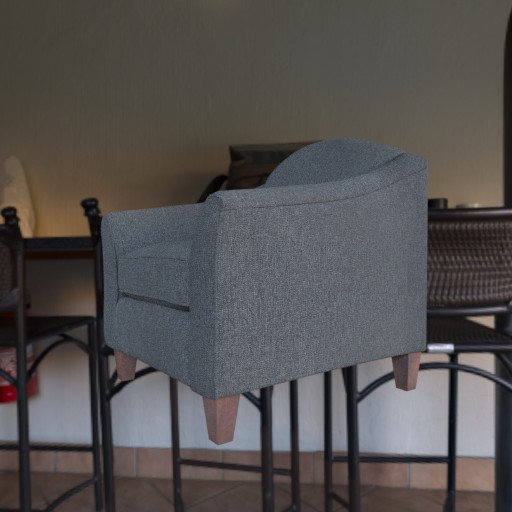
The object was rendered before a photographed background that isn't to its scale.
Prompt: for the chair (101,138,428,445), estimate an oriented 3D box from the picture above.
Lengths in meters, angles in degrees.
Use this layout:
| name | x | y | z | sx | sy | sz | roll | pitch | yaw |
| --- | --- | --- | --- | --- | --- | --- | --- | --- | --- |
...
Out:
| name | x | y | z | sx | sy | sz | roll | pitch | yaw |
| --- | --- | --- | --- | --- | --- | --- | --- | --- | --- |
| chair | 0.000 | 0.000 | 1.439 | 0.787 | 0.839 | 0.763 | -1 | 1 | -37 |
